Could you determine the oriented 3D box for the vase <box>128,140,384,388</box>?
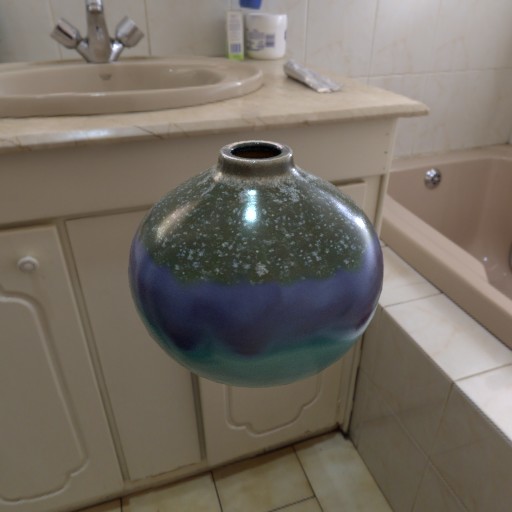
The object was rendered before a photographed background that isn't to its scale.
[{"bbox_3d":[0.000,0.000,0.273,0.154,0.133,0.154,0,31,0],"label":"vase"}]
